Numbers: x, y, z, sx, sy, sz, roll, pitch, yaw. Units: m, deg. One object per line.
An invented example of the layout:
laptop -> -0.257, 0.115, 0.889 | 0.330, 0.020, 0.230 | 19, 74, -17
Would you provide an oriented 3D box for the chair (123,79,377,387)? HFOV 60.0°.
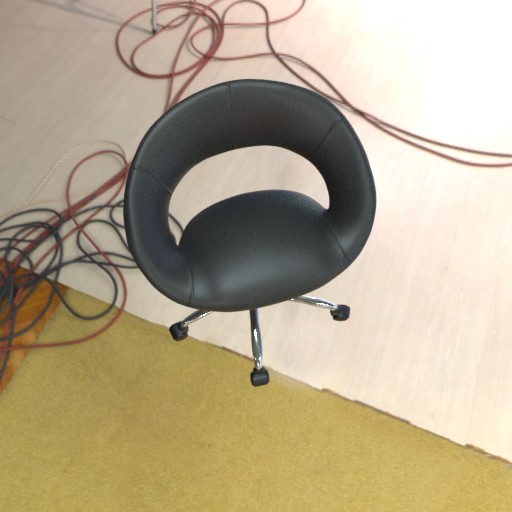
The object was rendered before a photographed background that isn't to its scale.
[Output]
chair -> 0.000, 0.000, 1.194 | 0.612, 0.791, 0.538 | -15, 65, -7
